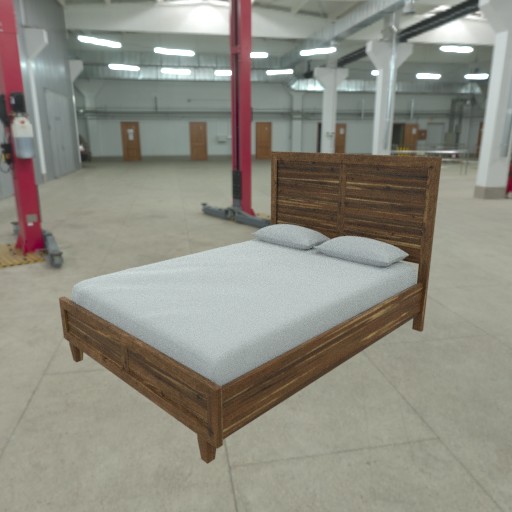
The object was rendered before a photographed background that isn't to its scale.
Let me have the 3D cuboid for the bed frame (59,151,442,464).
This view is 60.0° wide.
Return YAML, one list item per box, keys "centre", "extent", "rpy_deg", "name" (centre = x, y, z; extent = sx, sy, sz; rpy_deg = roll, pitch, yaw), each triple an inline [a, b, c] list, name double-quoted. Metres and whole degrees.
- centre: [0.000, 0.000, 3.302]
  extent: [1.696, 1.417, 2.276]
  rpy_deg: [14, 21, 42]
  name: "bed frame"
